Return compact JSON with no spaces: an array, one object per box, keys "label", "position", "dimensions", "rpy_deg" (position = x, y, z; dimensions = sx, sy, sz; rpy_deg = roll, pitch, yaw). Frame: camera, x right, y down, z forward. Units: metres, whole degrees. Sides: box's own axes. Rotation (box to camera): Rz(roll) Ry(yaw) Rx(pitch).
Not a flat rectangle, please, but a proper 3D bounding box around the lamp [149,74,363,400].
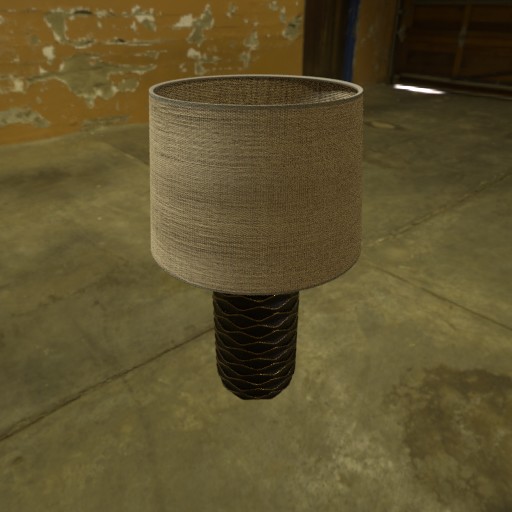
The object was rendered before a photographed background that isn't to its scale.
[{"label":"lamp","position":[0.000,0.000,0.826],"dimensions":[0.376,0.594,0.376],"rpy_deg":[0,28,0]}]
